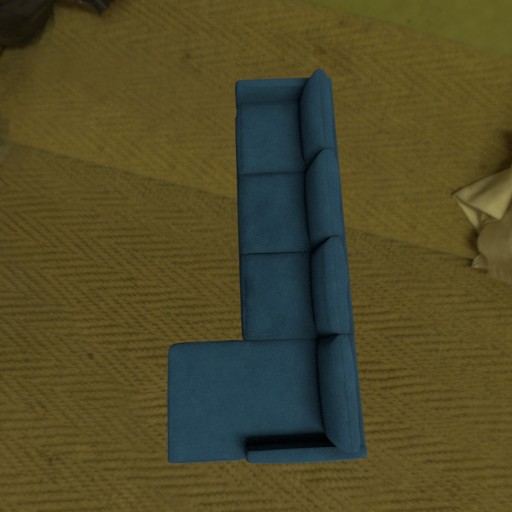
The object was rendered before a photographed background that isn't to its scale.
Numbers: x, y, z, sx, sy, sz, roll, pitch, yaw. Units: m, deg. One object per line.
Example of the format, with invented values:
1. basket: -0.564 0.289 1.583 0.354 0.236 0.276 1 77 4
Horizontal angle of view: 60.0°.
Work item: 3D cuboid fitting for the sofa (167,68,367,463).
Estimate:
1. sofa: 0.000 0.000 3.424 1.350 0.810 2.932 -2 75 -1
